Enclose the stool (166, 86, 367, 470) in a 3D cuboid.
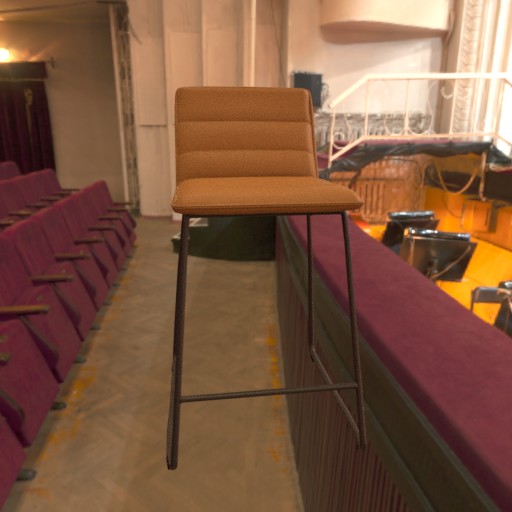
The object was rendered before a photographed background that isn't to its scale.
[{"bbox_3d":[0.000,0.000,1.146,0.489,0.866,0.524,-2,16,-8],"label":"stool"}]
